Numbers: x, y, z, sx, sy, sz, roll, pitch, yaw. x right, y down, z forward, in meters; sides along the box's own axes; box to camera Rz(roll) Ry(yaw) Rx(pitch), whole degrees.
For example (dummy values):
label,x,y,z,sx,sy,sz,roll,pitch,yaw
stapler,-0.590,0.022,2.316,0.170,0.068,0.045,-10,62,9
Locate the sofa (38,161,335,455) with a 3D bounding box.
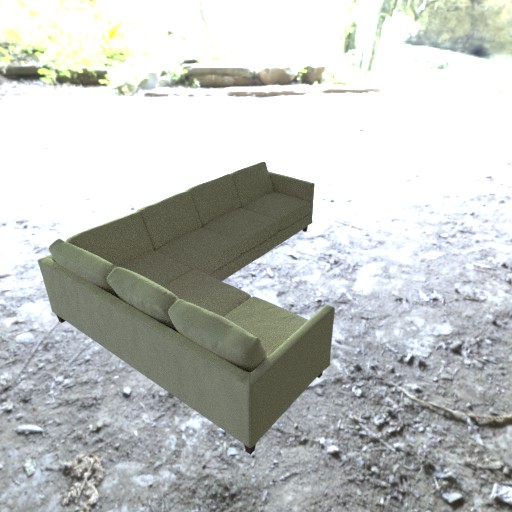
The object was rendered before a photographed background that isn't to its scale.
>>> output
label,x,y,z,sx,sy,sz,roll,pitch,yaw
sofa,0.000,0.000,4.444,2.432,0.863,3.182,21,36,32
